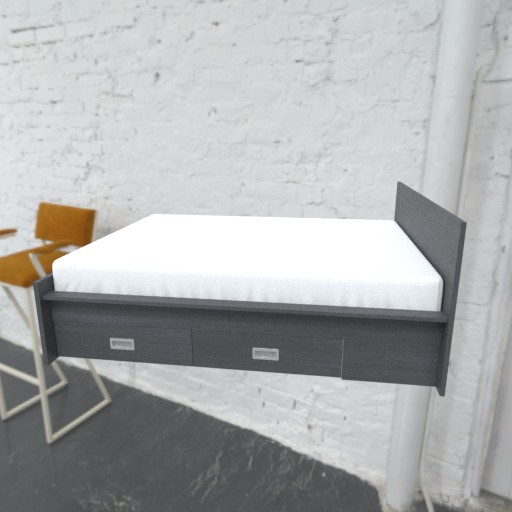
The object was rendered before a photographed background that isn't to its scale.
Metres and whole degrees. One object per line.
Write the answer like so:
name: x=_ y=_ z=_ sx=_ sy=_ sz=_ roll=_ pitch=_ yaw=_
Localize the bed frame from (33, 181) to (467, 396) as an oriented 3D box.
bed frame: x=0.000 y=0.000 z=2.807 sx=1.960 sy=0.800 sz=1.622 roll=2 pitch=16 yaw=8
